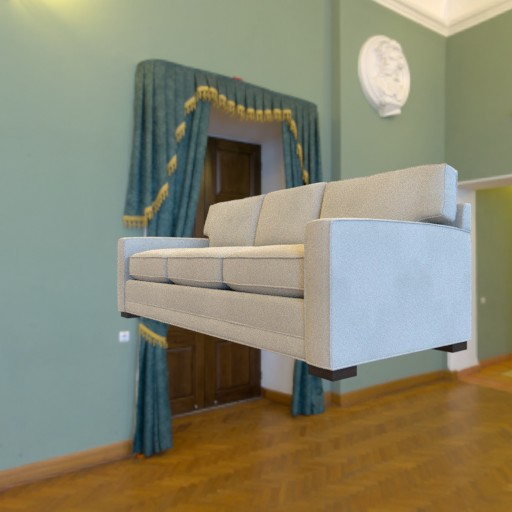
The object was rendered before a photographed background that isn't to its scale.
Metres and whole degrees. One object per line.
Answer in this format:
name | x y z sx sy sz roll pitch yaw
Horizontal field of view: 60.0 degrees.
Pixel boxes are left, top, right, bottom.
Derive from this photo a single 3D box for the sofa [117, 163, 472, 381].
sofa | 0.000 0.000 2.595 0.935 0.862 2.088 0 0 -37
